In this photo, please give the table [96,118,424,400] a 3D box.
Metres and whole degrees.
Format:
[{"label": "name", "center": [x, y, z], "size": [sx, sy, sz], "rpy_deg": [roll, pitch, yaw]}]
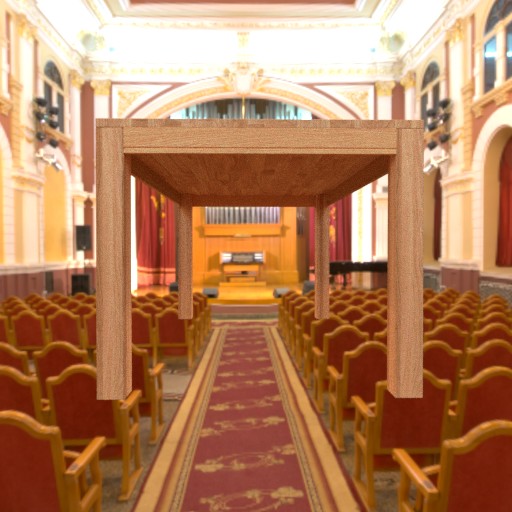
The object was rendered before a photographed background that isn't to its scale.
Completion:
[{"label": "table", "center": [0.000, 0.000, 1.968], "size": [0.900, 0.770, 1.500], "rpy_deg": [0, 1, -1]}]
